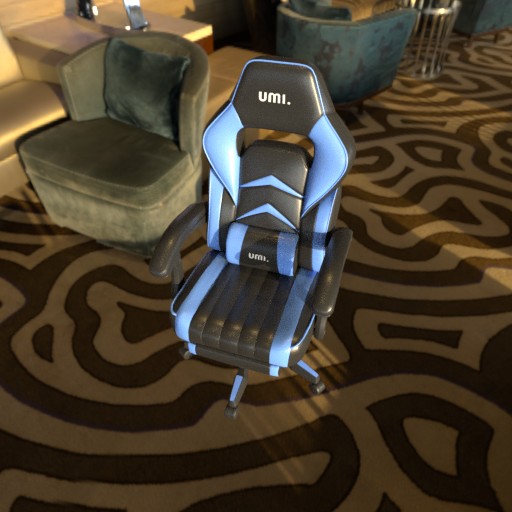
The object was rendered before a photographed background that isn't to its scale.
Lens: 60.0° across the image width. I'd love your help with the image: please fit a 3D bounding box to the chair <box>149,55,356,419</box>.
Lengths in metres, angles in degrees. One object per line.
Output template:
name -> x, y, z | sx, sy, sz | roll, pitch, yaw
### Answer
chair -> 0.000, 0.000, 1.701 | 0.700, 1.280, 0.700 | 12, 43, 13
